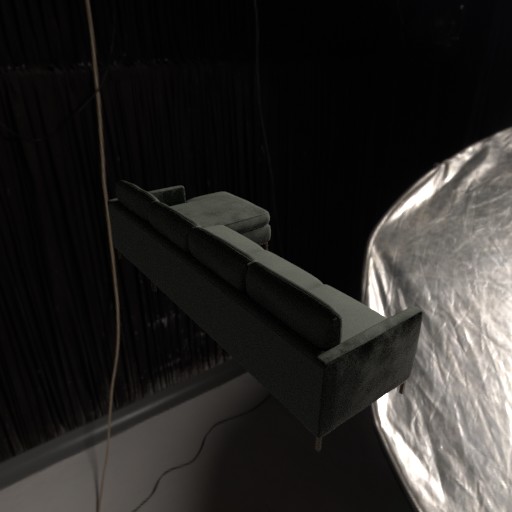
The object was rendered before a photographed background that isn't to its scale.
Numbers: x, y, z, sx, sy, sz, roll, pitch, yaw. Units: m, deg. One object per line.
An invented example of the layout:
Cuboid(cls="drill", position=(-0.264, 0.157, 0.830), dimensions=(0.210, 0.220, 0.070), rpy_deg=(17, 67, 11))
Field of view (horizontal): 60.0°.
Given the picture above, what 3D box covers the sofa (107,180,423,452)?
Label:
Cuboid(cls="sofa", position=(0.000, 0.000, 3.303), dimensions=(1.255, 0.756, 2.725), rpy_deg=(-18, 32, -32))
